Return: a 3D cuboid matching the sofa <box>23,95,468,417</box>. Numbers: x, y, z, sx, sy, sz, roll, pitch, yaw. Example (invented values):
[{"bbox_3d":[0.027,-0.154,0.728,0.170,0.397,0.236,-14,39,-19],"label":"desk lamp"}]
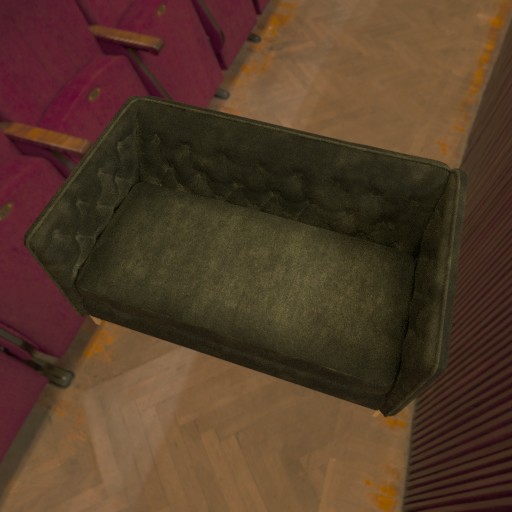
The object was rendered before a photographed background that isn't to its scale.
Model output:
[{"bbox_3d":[0.000,0.000,1.992,1.537,0.768,0.895,16,59,10],"label":"sofa"}]
